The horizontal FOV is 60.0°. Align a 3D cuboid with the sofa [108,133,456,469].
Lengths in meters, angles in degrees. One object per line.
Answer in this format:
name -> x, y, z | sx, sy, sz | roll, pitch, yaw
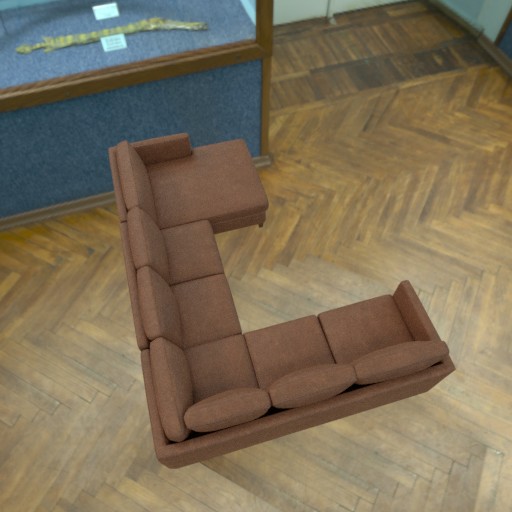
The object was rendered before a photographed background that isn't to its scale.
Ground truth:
sofa -> 0.000, 0.000, 4.639 | 2.593, 0.923, 3.460 | -14, 59, -8
